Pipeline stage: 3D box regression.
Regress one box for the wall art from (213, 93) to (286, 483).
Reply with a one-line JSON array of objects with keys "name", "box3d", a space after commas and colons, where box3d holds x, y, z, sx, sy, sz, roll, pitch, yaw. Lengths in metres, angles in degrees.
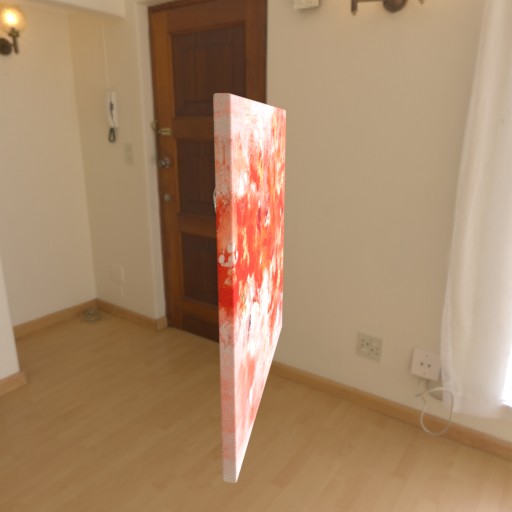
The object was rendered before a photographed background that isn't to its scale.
[{"name": "wall art", "box3d": [0.000, 0.000, 1.355, 0.066, 0.878, 0.878, 3, 17, 10]}]
